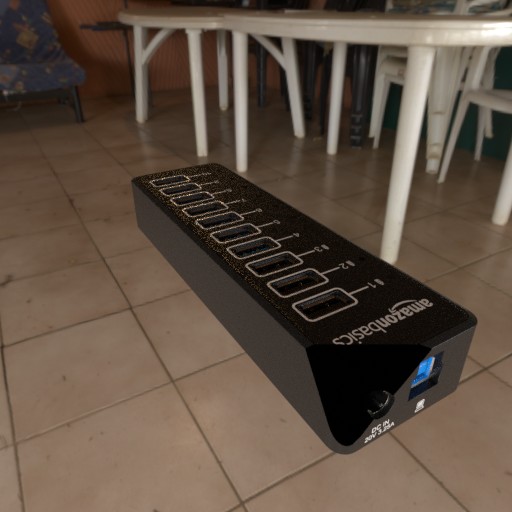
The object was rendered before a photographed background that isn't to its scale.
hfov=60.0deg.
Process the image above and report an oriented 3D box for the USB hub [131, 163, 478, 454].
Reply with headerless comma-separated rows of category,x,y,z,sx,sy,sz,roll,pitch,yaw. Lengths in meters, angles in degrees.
USB hub,0.000,0.000,0.158,0.044,0.023,0.145,-17,34,-27
